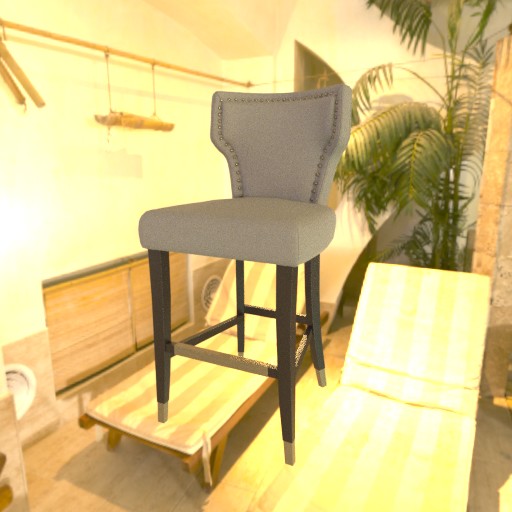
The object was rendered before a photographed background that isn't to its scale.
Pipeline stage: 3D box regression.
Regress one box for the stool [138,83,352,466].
[{"bbox_3d":[0.000,0.000,1.474,0.526,1.092,0.563,7,15,26],"label":"stool"}]
